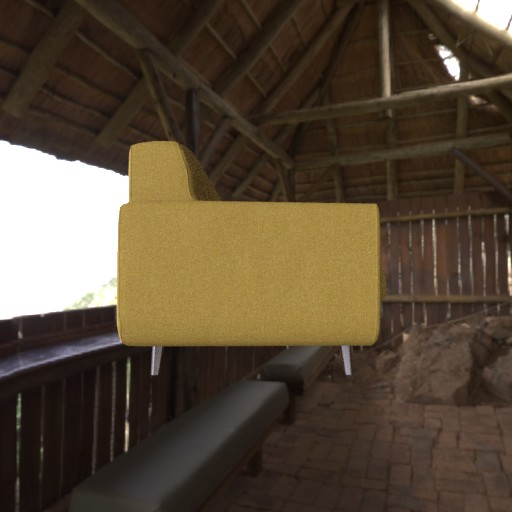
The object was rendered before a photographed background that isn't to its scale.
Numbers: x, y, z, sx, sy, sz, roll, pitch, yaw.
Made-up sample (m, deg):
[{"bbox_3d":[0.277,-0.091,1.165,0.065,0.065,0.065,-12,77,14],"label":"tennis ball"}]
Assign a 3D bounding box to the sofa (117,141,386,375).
[{"bbox_3d":[0.000,0.000,2.434,0.909,0.841,2.029,0,0,0],"label":"sofa"}]
